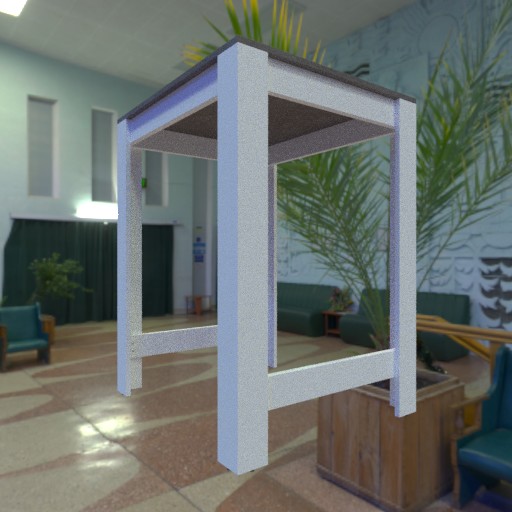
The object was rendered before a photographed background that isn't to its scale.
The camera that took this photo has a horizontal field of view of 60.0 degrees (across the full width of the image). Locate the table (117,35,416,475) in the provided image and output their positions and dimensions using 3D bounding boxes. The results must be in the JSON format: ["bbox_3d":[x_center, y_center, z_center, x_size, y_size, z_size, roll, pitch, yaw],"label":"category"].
[{"bbox_3d":[0.000,0.000,1.549,0.700,1.020,0.800,0,0,-37],"label":"table"}]
